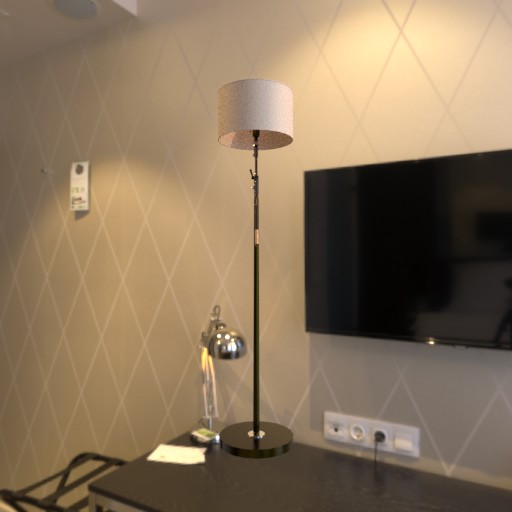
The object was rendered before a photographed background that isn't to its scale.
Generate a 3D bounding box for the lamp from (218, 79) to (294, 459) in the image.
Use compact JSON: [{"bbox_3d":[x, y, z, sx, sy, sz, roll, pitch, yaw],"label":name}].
[{"bbox_3d":[0.000,0.000,1.982,0.373,1.635,0.809,0,-1,0],"label":"lamp"}]
